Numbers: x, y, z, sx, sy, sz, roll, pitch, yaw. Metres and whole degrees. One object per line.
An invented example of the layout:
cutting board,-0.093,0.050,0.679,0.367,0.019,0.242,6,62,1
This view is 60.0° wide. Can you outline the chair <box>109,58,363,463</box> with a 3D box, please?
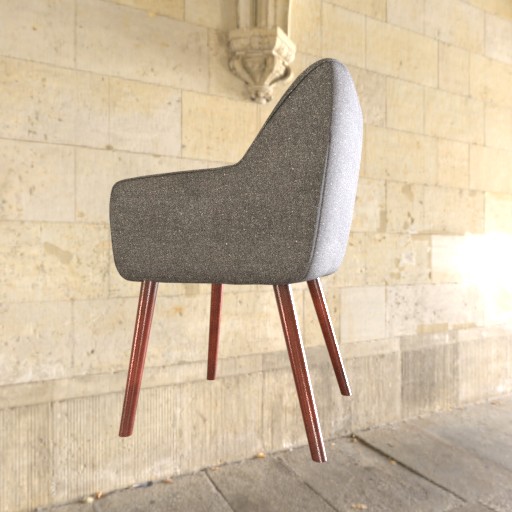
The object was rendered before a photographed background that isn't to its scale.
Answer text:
chair,0.000,0.000,1.144,0.519,0.803,0.543,0,0,19
